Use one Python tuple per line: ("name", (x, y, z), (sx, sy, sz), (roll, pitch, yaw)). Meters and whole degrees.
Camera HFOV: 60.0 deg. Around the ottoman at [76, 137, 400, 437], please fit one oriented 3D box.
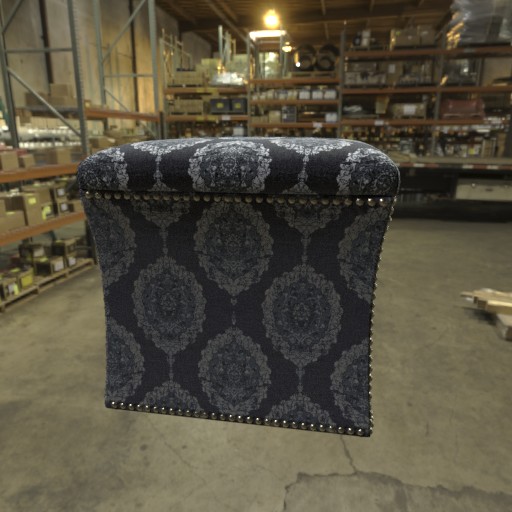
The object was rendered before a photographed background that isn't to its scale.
("ottoman", (0.000, 0.000, 0.915), (0.497, 0.475, 0.507), (3, 16, 10))
